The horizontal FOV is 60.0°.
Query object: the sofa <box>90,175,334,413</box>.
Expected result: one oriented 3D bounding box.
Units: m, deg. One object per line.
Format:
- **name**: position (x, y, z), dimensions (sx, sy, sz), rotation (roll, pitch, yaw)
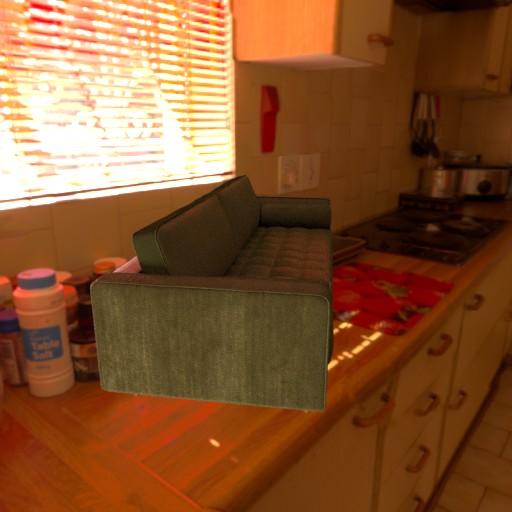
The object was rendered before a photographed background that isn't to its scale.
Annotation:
- **sofa**: position (0.000, 0.000, 2.670), dimensions (0.918, 0.769, 2.199), rotation (3, 17, 9)
